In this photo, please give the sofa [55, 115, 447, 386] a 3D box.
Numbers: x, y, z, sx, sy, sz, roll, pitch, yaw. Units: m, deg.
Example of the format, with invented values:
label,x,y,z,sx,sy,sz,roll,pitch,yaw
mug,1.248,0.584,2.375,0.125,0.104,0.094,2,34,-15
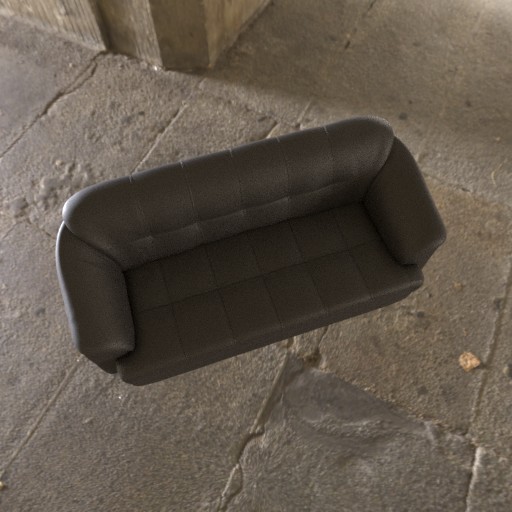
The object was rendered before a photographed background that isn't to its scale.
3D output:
label,x,y,z,sx,sy,sz,roll,pitch,yaw
sofa,0.000,0.000,2.277,1.829,0.811,0.800,-17,65,-8
